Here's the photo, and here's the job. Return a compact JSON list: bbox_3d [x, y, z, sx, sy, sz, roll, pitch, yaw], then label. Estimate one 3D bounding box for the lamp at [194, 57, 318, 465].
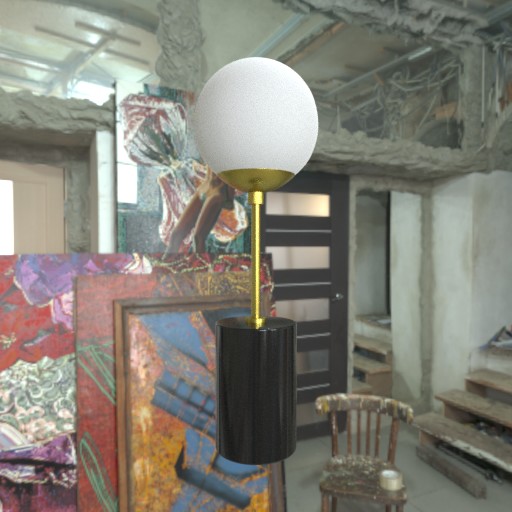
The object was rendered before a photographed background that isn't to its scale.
[{"bbox_3d":[0.000,0.000,0.555,0.153,0.480,0.153,0,1,0],"label":"lamp"}]
